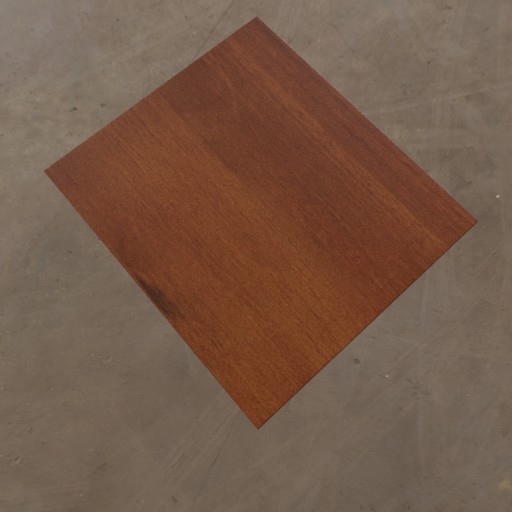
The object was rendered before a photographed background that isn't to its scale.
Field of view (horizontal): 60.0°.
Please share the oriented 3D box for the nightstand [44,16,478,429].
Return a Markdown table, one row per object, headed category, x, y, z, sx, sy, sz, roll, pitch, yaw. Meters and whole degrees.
| category | x | y | z | sx | sy | sz | roll | pitch | yaw |
| --- | --- | --- | --- | --- | --- | --- | --- | --- | --- |
| nightstand | 0.000 | 0.000 | 0.914 | 0.411 | 0.618 | 0.460 | -40 | 78 | -10 |
